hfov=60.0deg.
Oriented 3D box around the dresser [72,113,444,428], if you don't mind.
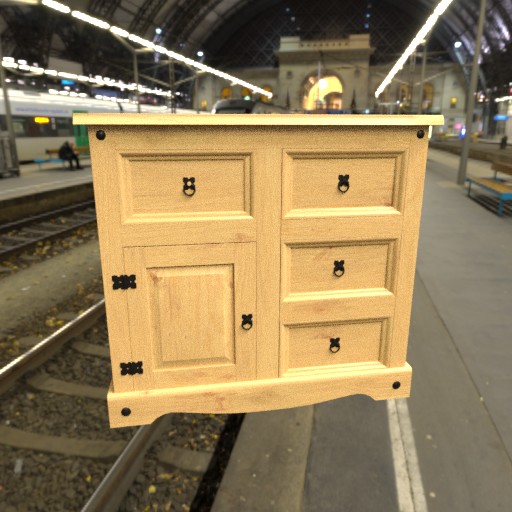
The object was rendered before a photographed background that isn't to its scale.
[{"bbox_3d":[0.000,0.000,1.392,0.915,0.835,0.440,-3,16,-9],"label":"dresser"}]
